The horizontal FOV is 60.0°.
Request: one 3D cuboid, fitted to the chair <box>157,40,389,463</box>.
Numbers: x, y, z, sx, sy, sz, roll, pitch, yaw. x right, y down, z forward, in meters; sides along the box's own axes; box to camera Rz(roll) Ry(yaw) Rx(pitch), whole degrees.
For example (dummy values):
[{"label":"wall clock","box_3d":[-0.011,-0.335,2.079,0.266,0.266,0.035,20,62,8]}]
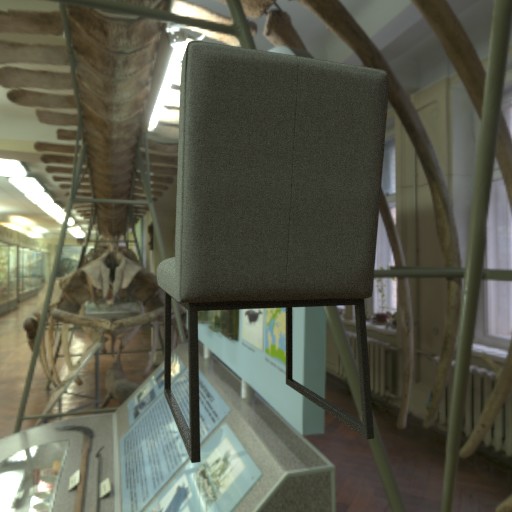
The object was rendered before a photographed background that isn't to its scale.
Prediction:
[{"label":"chair","box_3d":[0.000,0.000,1.302,0.520,0.930,0.634,0,-1,-18]}]
